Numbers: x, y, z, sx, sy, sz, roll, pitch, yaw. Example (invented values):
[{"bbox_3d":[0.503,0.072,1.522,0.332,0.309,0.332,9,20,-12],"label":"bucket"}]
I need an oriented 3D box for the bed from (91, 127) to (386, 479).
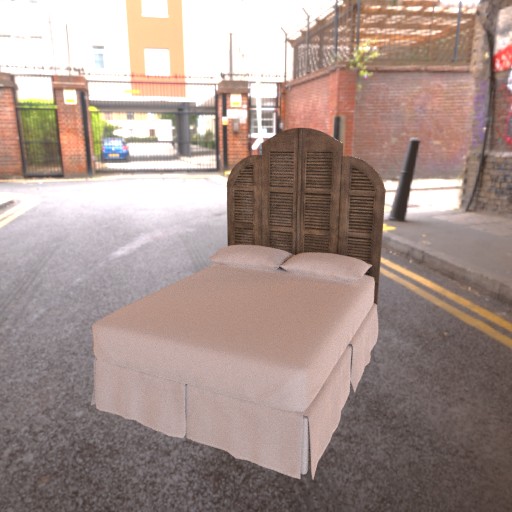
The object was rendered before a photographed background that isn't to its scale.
[{"bbox_3d":[0.000,0.000,3.541,1.713,2.019,2.138,7,16,25],"label":"bed"}]
